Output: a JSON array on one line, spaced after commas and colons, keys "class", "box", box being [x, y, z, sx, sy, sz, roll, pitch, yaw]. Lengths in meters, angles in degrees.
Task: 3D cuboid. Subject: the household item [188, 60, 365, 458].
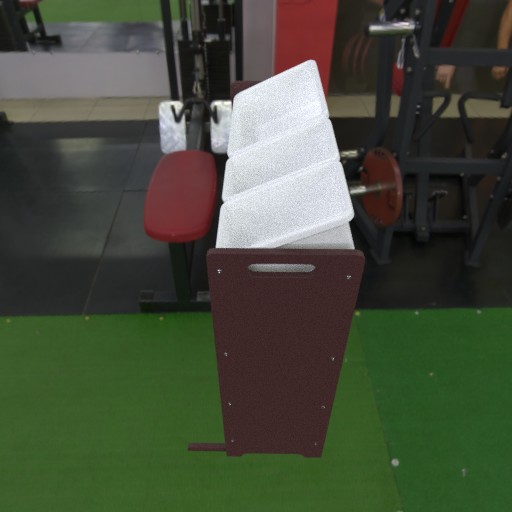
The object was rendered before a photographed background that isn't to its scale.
[{"class": "household item", "box": [0.000, 0.000, 1.287, 0.389, 0.864, 0.787, 1, 42, 1]}]
